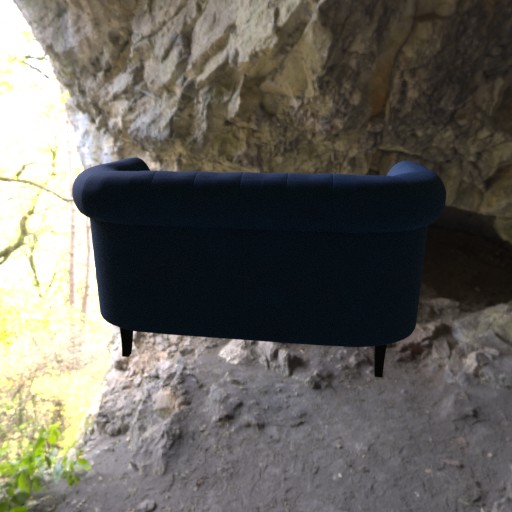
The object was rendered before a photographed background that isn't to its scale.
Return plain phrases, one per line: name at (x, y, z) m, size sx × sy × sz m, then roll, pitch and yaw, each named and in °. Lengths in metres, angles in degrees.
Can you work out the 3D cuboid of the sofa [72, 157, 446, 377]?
sofa at (0.000, 0.000, 2.021) m, size 1.558 × 0.827 × 0.835 m, roll 3°, pitch 17°, yaw 8°
